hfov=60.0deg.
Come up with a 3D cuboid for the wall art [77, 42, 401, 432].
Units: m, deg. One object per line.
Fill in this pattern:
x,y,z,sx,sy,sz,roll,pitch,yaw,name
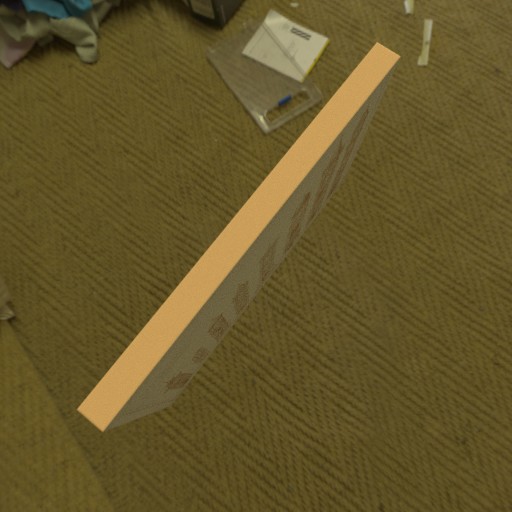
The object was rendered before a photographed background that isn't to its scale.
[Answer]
0.000,0.000,0.750,0.039,0.407,0.609,36,78,9,wall art
